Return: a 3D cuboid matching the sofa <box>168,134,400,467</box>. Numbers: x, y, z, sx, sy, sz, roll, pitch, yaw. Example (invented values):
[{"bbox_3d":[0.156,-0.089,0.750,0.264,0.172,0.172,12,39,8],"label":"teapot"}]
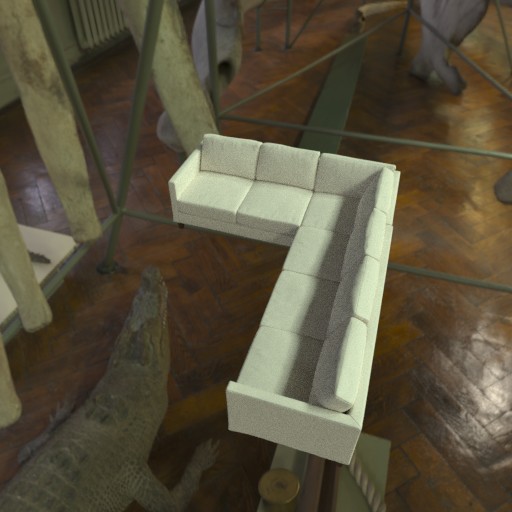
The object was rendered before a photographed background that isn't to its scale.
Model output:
[{"bbox_3d":[0.000,0.000,4.332,2.432,0.863,3.182,12,44,13],"label":"sofa"}]
